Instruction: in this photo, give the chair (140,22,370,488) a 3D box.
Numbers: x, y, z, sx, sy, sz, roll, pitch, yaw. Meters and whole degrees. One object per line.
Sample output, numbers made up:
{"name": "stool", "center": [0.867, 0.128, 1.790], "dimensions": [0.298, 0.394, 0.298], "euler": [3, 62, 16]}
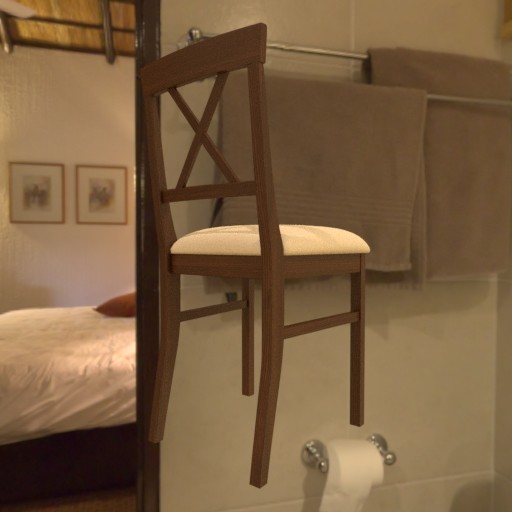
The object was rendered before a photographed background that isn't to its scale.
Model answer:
{"name": "chair", "center": [0.000, 0.000, 1.151], "dimensions": [0.440, 0.913, 0.480], "euler": [1, 2, 38]}
